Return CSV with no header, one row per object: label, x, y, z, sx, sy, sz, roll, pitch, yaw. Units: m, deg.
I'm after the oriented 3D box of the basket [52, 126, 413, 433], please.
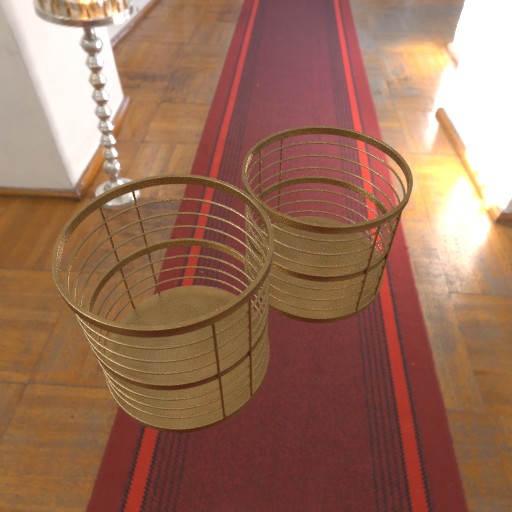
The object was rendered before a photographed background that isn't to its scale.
basket,0.000,0.000,0.938,0.746,0.351,0.356,-32,54,-27
